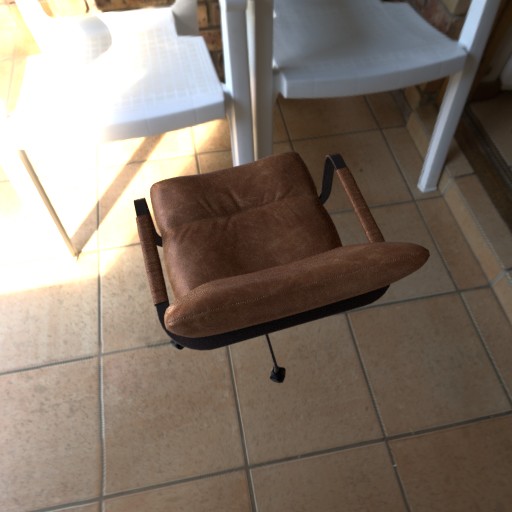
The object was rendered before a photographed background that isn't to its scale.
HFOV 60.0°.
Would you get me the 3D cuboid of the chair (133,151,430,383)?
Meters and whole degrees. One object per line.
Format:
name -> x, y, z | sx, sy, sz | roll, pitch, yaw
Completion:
chair -> 0.000, 0.000, 1.448 | 0.727, 0.922, 0.754 | -15, 60, -9
